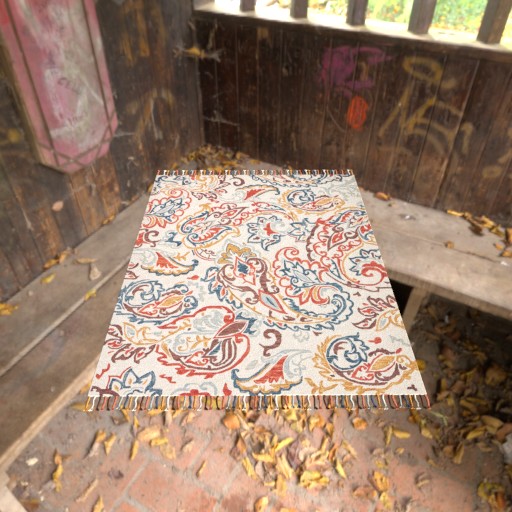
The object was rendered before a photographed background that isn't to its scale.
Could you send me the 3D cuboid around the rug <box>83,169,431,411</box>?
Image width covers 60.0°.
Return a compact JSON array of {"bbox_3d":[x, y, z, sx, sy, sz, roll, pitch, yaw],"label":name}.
[{"bbox_3d":[0.000,0.000,4.331,2.439,0.015,3.274,0,41,0],"label":"rug"}]
